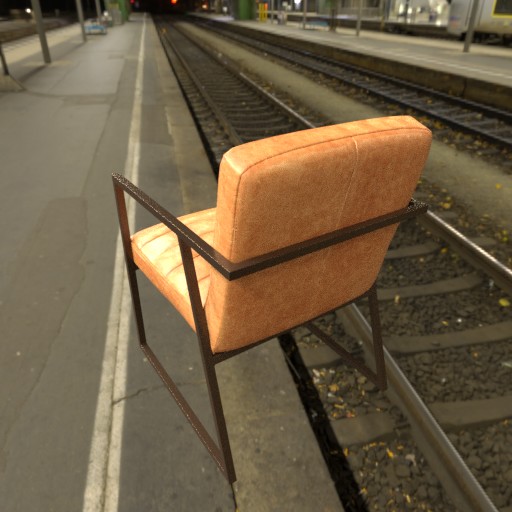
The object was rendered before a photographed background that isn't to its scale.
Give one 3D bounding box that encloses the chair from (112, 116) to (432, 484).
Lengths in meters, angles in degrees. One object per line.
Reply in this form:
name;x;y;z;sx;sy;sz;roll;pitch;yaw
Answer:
chair;0.000;0.000;1.251;0.571;0.832;0.677;-18;34;-29
